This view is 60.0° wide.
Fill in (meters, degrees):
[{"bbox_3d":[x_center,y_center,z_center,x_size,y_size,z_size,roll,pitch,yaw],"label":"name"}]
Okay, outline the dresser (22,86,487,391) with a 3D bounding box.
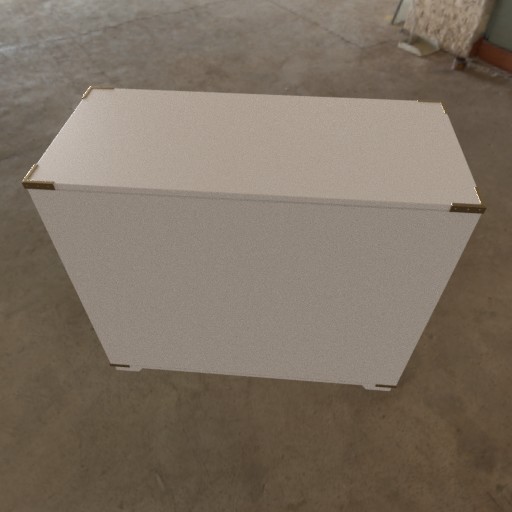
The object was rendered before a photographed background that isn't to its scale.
[{"bbox_3d":[0.000,0.000,1.452,1.022,0.891,0.460,4,47,3],"label":"dresser"}]
